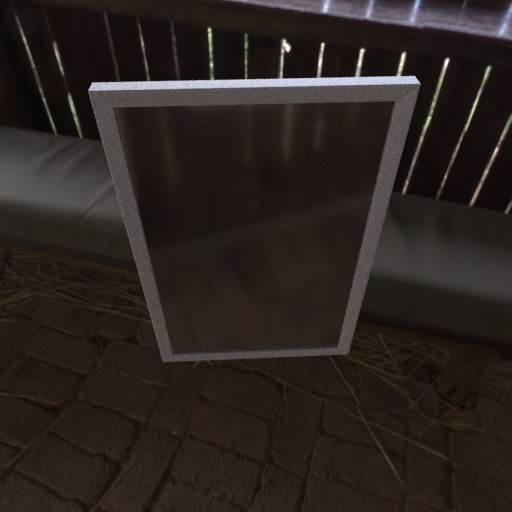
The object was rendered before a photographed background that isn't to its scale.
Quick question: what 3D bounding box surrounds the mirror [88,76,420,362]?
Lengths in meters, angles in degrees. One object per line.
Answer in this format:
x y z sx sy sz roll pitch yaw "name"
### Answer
0.000 0.000 1.150 0.609 0.914 0.041 -2 45 -2 "mirror"
